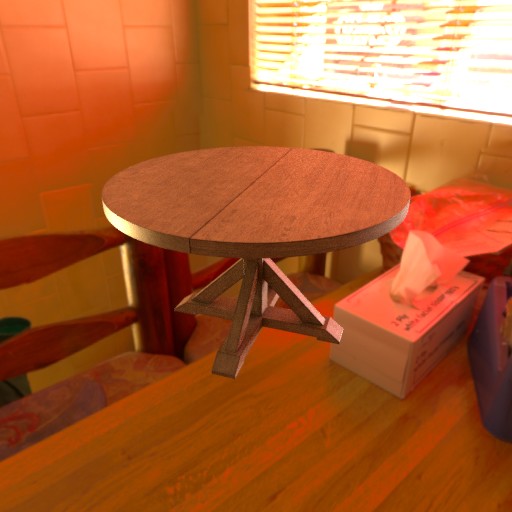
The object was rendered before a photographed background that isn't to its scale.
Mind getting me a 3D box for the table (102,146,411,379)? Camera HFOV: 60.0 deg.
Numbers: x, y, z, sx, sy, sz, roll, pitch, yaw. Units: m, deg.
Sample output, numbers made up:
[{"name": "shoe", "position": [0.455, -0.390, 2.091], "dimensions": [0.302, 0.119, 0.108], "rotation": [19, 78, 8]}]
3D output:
[{"name": "table", "position": [0.000, 0.000, 2.216], "dimensions": [1.363, 0.781, 1.363], "rotation": [0, 27, 0]}]
